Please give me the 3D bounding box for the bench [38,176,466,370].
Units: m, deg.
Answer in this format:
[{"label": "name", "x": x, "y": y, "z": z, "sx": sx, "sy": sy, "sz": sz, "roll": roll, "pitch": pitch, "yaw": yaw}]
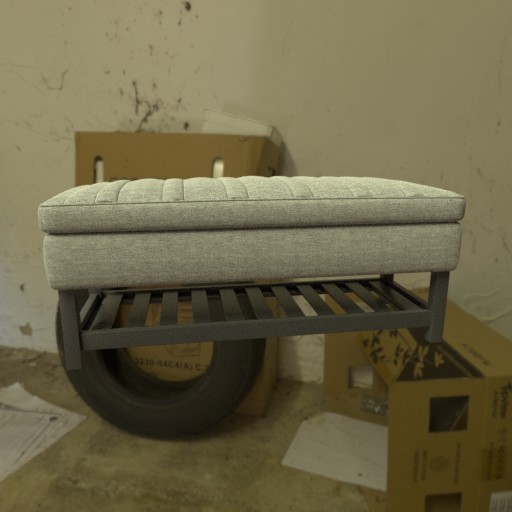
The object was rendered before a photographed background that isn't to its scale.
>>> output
[{"label": "bench", "x": 0.000, "y": 0.000, "z": 1.334, "sx": 1.100, "sy": 0.470, "sz": 0.429, "roll": -2, "pitch": 14, "yaw": -9}]
